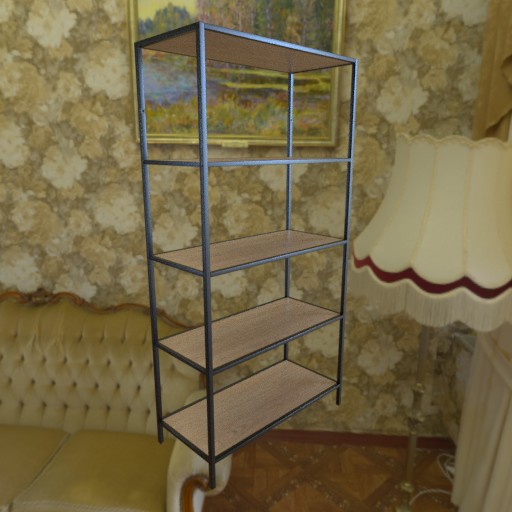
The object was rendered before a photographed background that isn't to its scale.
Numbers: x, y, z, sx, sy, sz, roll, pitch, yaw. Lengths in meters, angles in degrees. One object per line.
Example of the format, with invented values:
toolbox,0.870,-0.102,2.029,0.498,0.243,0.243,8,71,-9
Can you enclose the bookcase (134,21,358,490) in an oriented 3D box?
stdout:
bookcase,0.000,0.000,1.758,0.770,1.500,0.350,-13,19,-43
